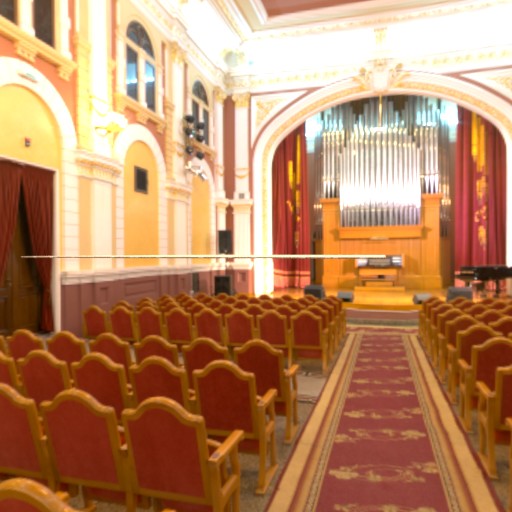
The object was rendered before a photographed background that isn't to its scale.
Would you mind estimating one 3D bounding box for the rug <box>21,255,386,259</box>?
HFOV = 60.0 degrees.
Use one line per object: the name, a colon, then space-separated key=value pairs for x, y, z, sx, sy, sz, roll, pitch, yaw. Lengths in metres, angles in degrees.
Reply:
rug: x=0.000 y=0.000 z=4.344 sx=2.438 sy=0.010 sz=3.353 roll=0 pitch=0 yaw=16
